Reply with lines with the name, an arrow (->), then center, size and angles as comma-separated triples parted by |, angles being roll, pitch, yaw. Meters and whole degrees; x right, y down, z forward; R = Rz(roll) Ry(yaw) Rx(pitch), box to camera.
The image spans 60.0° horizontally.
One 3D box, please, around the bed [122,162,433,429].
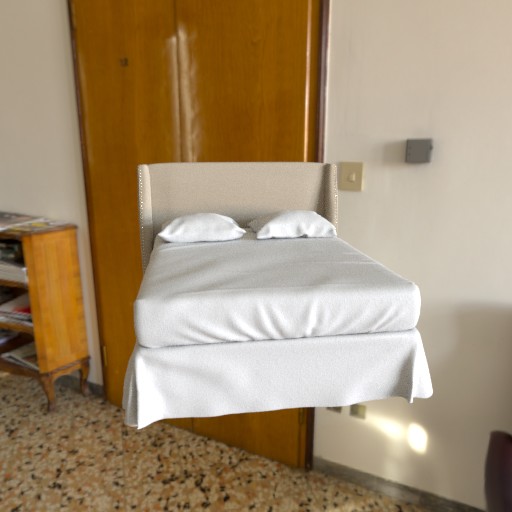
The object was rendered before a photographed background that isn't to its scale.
bed -> 0.000, 0.000, 3.407 | 1.925, 1.332, 2.276 | -2, 14, -8
